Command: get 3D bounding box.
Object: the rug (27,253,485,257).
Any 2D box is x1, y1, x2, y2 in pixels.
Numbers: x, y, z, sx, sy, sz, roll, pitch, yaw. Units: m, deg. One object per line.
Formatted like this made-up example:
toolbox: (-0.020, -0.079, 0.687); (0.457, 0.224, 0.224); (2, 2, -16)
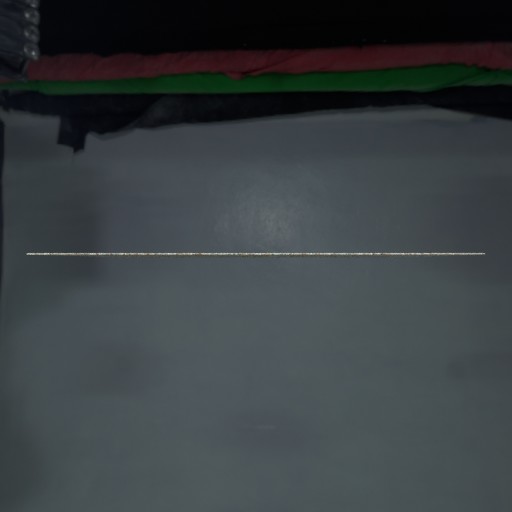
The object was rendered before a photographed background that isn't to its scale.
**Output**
rug: (0.000, 0.000, 3.957); (2.939, 0.009, 2.313); (0, -1, 1)
